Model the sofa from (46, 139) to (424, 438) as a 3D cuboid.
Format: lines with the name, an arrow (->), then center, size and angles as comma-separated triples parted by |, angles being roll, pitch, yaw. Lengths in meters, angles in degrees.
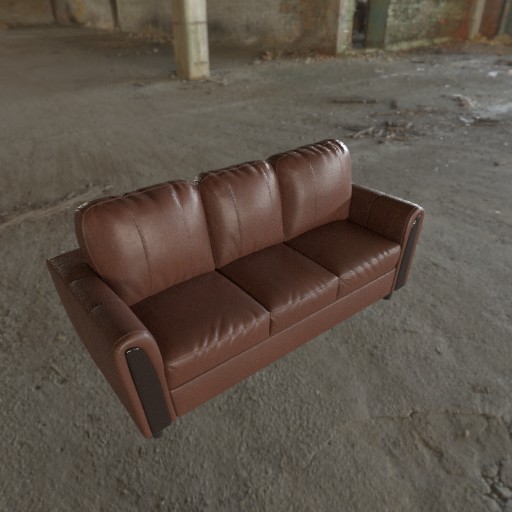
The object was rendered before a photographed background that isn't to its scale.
sofa -> 0.000, 0.000, 2.333 | 1.862, 0.915, 0.802 | -22, 37, -33
